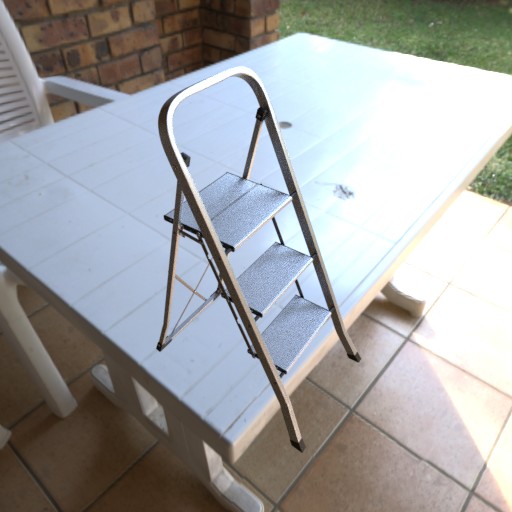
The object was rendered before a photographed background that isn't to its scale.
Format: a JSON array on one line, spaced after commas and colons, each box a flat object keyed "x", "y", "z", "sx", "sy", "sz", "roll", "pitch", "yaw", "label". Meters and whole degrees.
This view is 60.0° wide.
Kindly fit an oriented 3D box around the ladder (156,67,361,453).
[{"x": 0.000, "y": 0.000, "z": 1.429, "sx": 0.704, "sy": 1.070, "sz": 0.465, "roll": 25, "pitch": 47, "yaw": 26, "label": "ladder"}]
